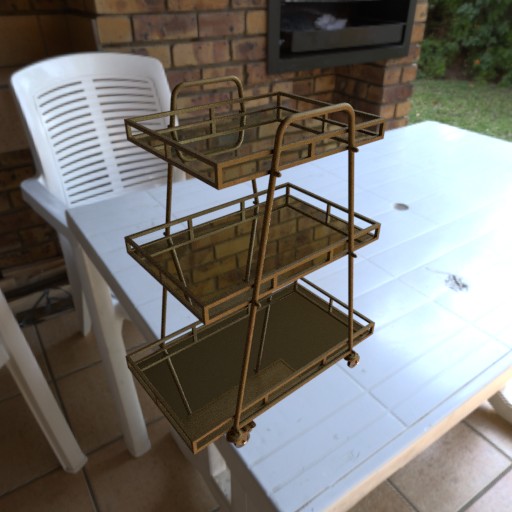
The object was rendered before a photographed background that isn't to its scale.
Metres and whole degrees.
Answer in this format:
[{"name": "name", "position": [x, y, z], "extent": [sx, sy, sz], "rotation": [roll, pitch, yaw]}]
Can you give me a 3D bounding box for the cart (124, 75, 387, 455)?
[{"name": "cart", "position": [0.000, 0.000, 1.243], "extent": [0.711, 0.883, 0.441], "rotation": [-23, 39, -32]}]
